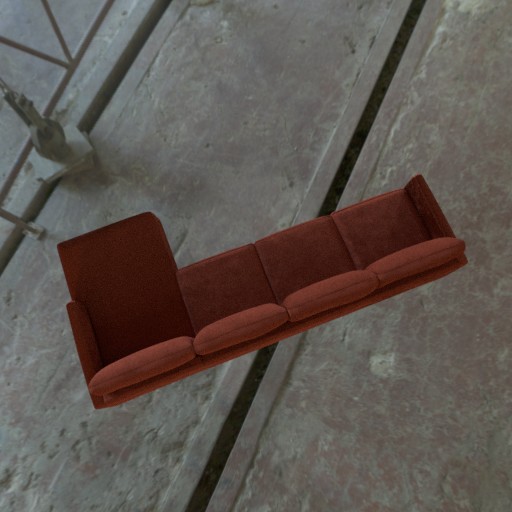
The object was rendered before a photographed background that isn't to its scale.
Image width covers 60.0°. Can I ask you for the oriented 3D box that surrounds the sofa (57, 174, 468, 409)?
[{"bbox_3d":[0.000,0.000,3.501,2.932,0.810,1.350,-20,75,-6],"label":"sofa"}]
